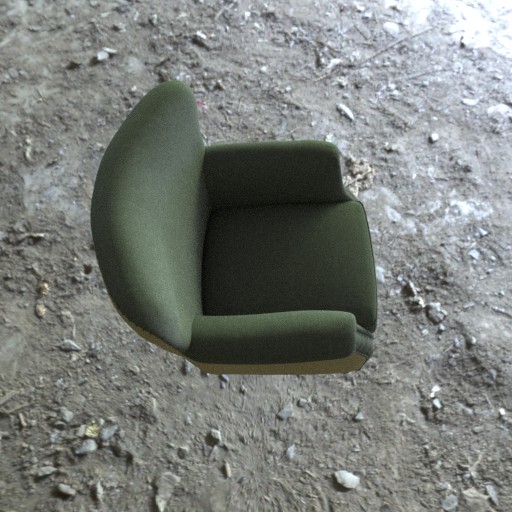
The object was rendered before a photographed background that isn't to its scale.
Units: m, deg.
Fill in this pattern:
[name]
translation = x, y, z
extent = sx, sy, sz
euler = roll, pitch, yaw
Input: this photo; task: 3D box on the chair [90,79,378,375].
[chair]
translation = 0.000, 0.000, 1.644
extent = 0.921, 0.936, 0.861
euler = 0, 64, 0
